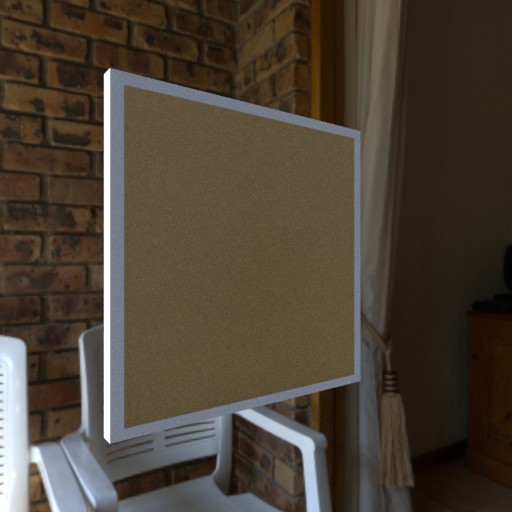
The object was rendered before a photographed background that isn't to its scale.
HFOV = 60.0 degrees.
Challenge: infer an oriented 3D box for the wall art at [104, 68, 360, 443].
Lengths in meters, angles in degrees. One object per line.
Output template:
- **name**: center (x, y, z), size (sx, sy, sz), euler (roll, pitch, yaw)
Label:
- **wall art**: center (0.000, 0.000, 1.139), size (0.763, 0.761, 0.038), euler (0, 0, -36)
